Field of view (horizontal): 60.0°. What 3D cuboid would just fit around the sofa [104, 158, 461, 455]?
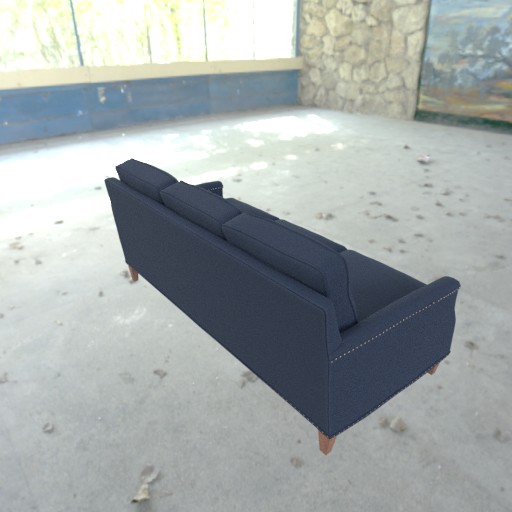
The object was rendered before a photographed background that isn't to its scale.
[{"bbox_3d":[0.000,0.000,2.851,1.084,1.003,2.246,-20,33,-34],"label":"sofa"}]
